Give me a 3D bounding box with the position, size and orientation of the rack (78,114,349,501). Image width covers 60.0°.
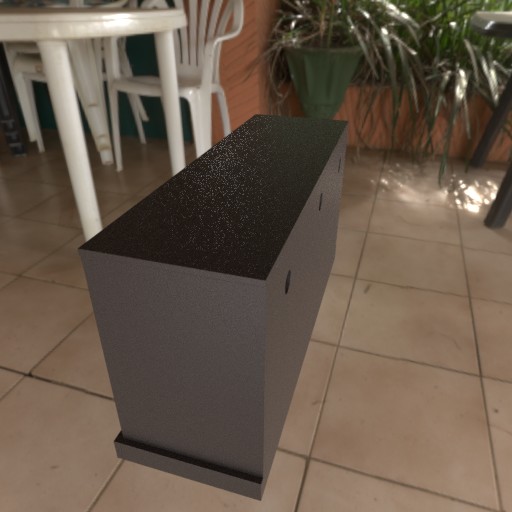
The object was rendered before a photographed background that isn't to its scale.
[{"bbox_3d":[0.000,0.000,1.464,0.399,0.635,1.206,9,32,15],"label":"rack"}]
